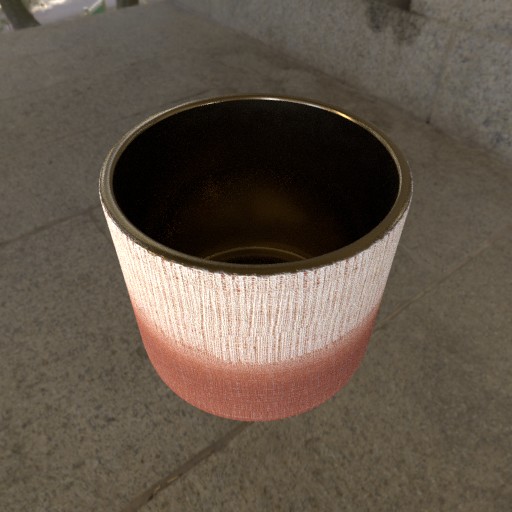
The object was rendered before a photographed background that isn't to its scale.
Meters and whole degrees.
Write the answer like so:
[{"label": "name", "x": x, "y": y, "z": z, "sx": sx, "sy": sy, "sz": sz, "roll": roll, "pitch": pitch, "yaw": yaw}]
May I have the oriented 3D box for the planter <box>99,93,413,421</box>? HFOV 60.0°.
[{"label": "planter", "x": 0.000, "y": 0.000, "z": 0.439, "sx": 0.254, "sy": 0.221, "sz": 0.254, "roll": 0, "pitch": 46, "yaw": 0}]
